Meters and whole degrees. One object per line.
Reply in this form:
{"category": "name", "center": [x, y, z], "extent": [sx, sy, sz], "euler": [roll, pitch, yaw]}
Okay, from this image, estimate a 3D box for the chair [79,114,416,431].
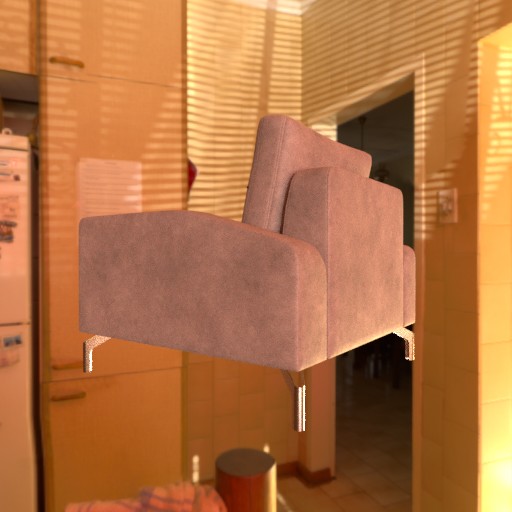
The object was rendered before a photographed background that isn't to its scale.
{"category": "chair", "center": [0.000, 0.000, 1.624], "extent": [0.900, 0.800, 0.900], "euler": [0, 1, 36]}
